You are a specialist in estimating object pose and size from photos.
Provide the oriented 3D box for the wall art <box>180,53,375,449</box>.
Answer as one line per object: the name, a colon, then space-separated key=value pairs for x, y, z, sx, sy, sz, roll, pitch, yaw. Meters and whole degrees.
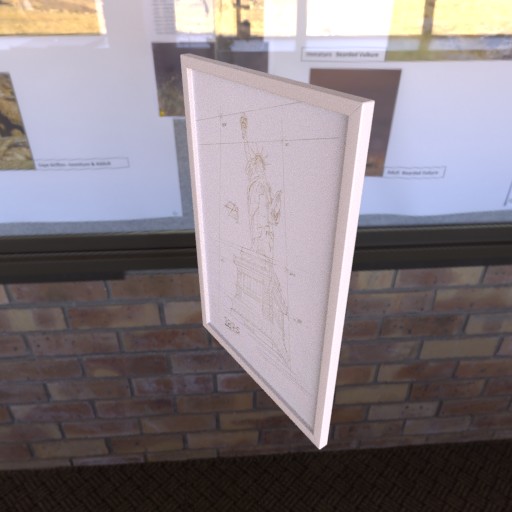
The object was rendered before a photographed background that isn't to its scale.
wall art: x=0.000 y=0.000 z=1.520 sx=0.038 sy=1.183 sz=0.808 roll=-21 pitch=38 yaw=-30
